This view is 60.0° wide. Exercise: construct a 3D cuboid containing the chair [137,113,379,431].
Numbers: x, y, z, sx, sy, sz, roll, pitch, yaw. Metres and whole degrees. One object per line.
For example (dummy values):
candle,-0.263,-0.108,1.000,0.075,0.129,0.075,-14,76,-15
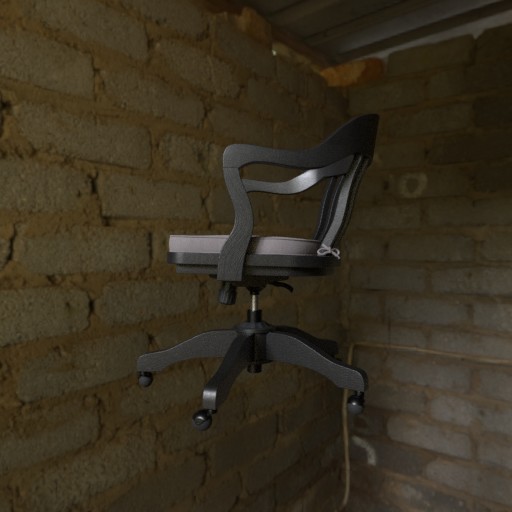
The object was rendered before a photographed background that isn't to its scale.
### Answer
chair,0.000,0.000,1.466,0.788,0.878,0.750,0,1,-1
